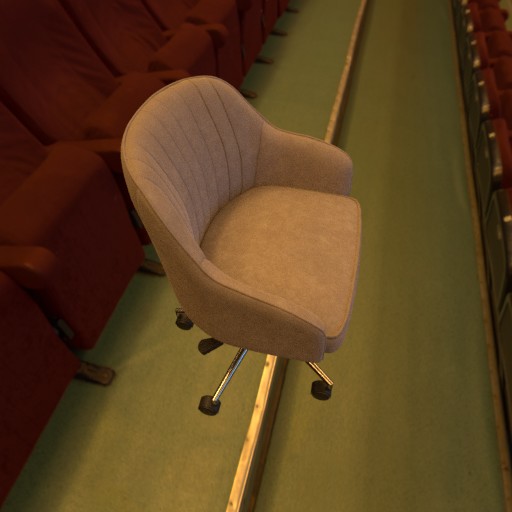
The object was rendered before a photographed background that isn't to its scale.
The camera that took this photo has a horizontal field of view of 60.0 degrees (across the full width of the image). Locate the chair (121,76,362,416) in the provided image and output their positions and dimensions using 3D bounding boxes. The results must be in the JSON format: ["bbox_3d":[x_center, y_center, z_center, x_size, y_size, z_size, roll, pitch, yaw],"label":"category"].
[{"bbox_3d":[0.000,0.000,1.258,0.573,0.831,0.635,10,48,9],"label":"chair"}]
